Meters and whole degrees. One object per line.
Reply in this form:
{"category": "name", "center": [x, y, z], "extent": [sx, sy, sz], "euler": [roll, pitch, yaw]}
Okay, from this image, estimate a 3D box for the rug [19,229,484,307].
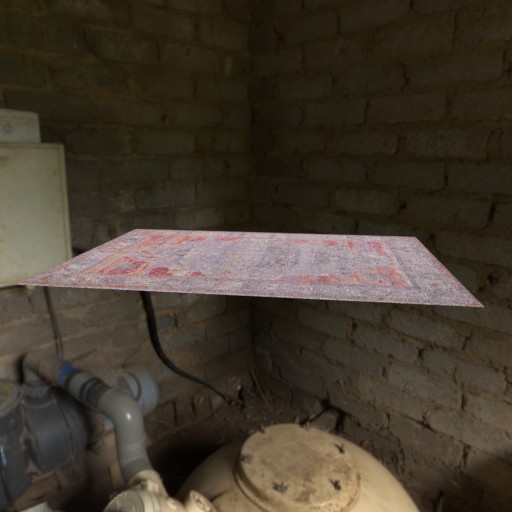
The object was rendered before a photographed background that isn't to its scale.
{"category": "rug", "center": [0.000, 0.000, 2.300], "extent": [1.829, 0.005, 1.219], "euler": [2, 14, 8]}
